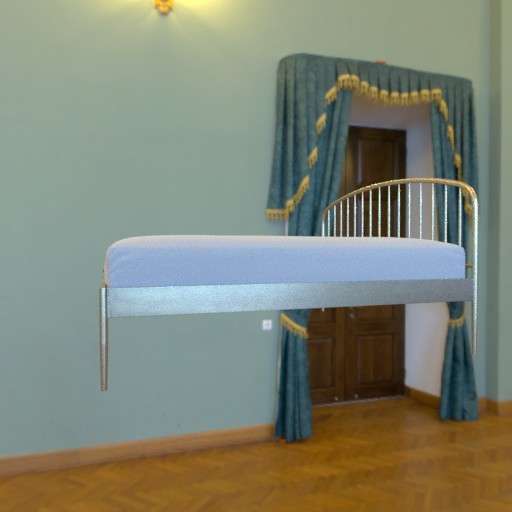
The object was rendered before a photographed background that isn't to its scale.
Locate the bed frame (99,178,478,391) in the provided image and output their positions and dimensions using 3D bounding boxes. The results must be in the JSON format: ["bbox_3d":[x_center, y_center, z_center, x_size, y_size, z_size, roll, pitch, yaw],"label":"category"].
[{"bbox_3d":[0.000,0.000,3.271,2.152,1.174,2.016,0,1,-19],"label":"bed frame"}]
